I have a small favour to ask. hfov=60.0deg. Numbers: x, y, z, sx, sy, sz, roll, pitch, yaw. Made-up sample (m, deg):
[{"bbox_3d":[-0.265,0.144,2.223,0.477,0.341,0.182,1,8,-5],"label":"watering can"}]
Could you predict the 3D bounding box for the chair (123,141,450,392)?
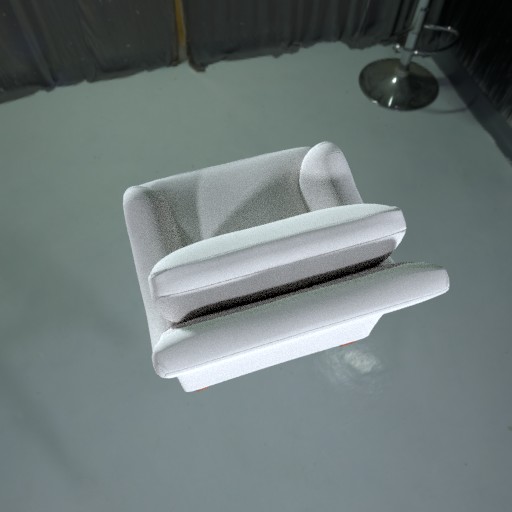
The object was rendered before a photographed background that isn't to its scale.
[{"bbox_3d":[0.000,0.000,1.870,0.955,1.038,1.070,-15,60,-9],"label":"chair"}]
